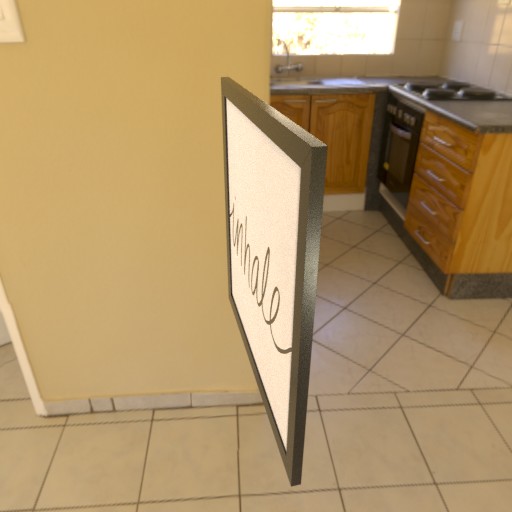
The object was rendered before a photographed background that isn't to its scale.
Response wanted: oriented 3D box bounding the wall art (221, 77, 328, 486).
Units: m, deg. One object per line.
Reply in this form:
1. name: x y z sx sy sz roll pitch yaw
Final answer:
1. wall art: 0.000 0.000 0.660 0.014 0.445 0.446 -7 30 -12
